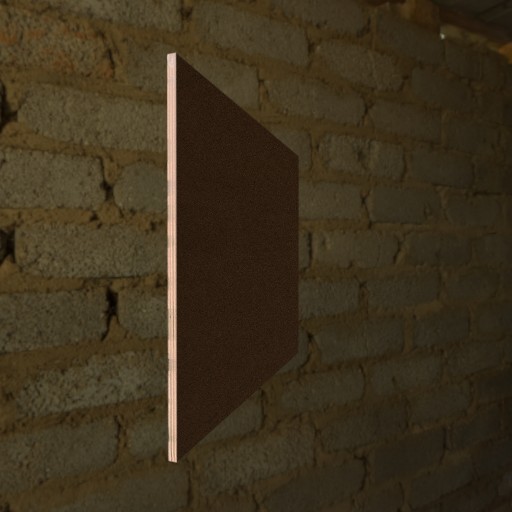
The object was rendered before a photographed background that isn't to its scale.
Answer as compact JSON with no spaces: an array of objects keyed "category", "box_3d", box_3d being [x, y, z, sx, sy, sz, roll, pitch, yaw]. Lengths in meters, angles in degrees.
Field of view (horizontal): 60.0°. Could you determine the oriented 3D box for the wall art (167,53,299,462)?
[{"category":"wall art","box_3d":[0.000,0.000,0.683,0.010,0.408,0.508,0,1,19]}]
